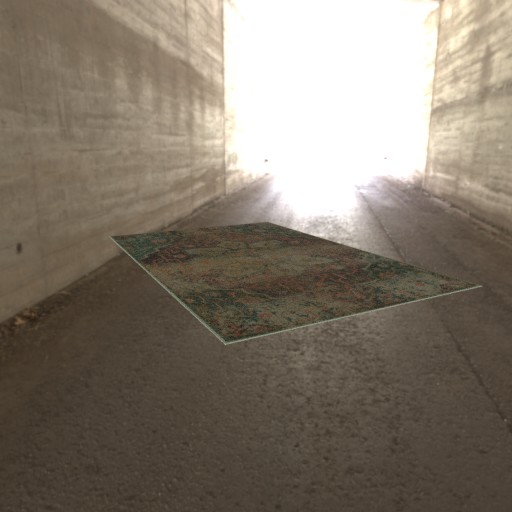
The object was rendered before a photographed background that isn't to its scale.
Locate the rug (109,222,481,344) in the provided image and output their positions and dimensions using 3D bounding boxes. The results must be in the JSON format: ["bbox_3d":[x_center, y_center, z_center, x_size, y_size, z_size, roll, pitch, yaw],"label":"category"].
[{"bbox_3d":[0.000,0.000,3.047,1.566,0.004,2.363,-7,16,-26],"label":"rug"}]
